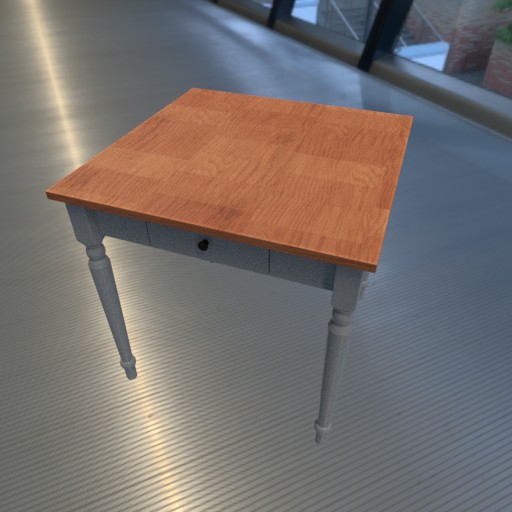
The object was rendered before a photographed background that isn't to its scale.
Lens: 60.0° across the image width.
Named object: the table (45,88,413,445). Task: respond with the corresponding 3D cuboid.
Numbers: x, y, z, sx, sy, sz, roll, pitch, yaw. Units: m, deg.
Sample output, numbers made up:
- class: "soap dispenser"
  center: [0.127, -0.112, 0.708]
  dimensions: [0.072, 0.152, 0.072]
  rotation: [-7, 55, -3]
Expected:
- class: "table"
  center: [0.000, 0.000, 1.410]
  dimensions: [0.747, 0.738, 0.747]
  rotation: [13, 41, 16]
